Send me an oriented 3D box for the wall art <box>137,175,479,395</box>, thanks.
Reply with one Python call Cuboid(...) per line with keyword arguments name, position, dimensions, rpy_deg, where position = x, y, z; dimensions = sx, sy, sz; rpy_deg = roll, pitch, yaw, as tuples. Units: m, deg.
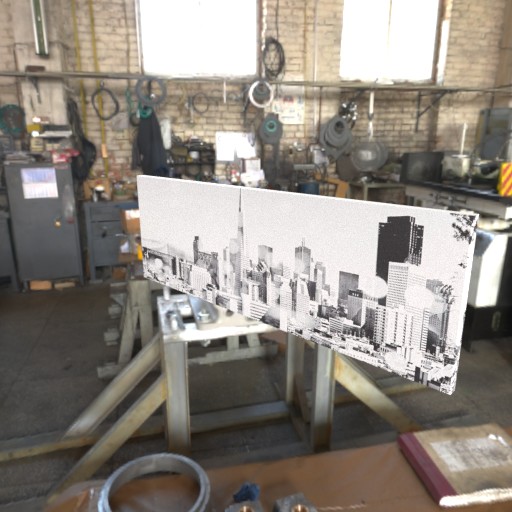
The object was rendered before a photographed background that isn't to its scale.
Cuboid(name="wall art", position=(0.000, 0.000, 1.682), dimensions=(1.520, 0.507, 0.039), rpy_deg=(14, 21, 41))
